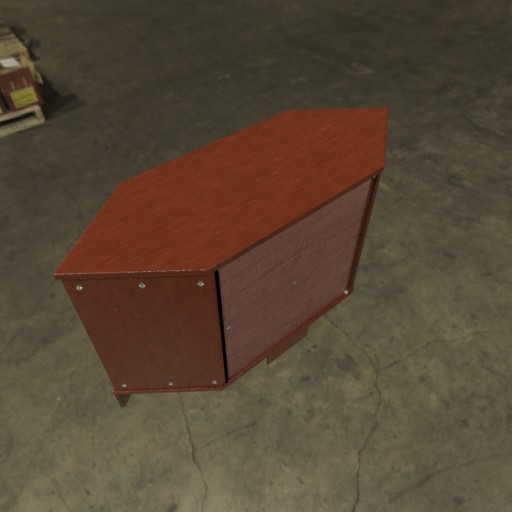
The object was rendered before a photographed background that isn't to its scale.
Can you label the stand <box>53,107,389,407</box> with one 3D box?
[{"bbox_3d":[0.000,0.000,1.356,1.072,0.614,0.381,-31,54,-26],"label":"stand"}]
